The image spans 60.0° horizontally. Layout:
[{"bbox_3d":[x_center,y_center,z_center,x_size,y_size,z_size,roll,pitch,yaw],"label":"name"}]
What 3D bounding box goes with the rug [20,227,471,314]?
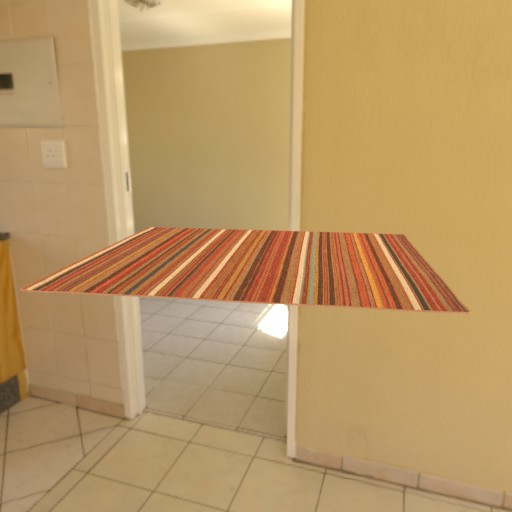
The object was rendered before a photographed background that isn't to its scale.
[{"bbox_3d":[0.000,0.000,4.147,3.092,0.023,2.479,2,15,9],"label":"rug"}]
